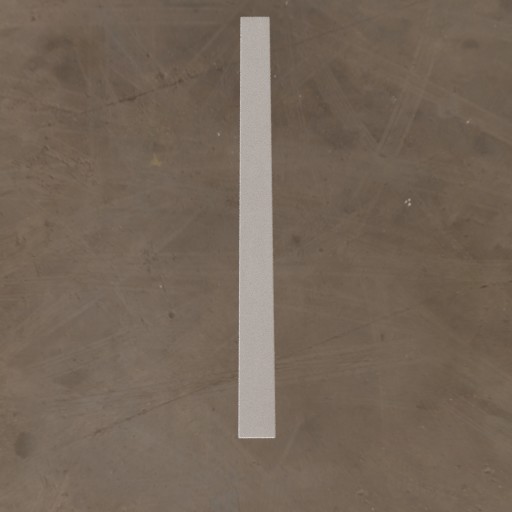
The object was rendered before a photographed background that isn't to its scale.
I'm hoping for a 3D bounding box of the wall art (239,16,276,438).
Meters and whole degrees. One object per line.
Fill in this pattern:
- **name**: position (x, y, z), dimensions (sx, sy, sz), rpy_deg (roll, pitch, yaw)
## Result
- **wall art**: position (0.000, 0.000, 0.755), dimensions (0.037, 0.508, 0.508), rpy_deg (0, 76, 0)
